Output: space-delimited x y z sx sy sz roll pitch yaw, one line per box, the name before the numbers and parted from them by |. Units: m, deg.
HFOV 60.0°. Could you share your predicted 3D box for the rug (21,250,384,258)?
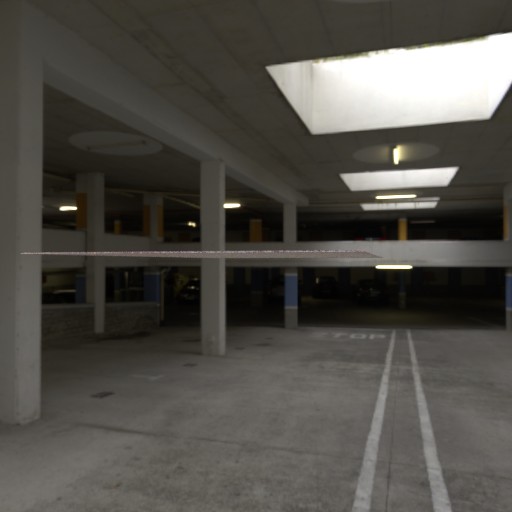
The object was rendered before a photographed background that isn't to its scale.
rug | 0.000 0.000 2.301 1.219 0.005 1.829 0 -1 18
